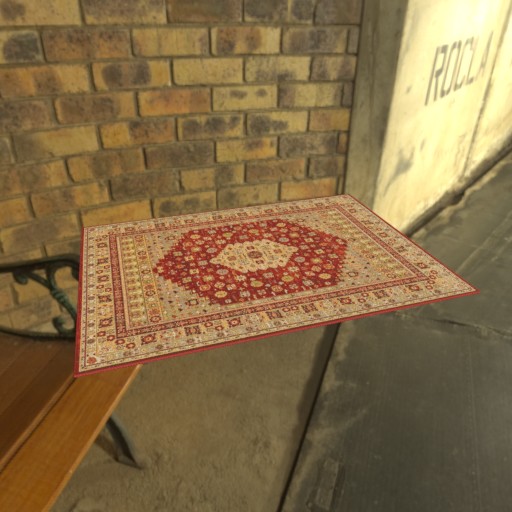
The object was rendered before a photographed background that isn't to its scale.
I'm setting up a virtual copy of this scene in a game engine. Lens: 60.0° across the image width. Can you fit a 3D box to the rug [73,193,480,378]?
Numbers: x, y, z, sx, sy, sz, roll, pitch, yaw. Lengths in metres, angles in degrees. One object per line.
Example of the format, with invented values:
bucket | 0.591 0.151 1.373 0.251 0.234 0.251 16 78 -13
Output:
rug | 0.000 0.000 2.924 2.211 0.013 1.593 -9 31 -15
